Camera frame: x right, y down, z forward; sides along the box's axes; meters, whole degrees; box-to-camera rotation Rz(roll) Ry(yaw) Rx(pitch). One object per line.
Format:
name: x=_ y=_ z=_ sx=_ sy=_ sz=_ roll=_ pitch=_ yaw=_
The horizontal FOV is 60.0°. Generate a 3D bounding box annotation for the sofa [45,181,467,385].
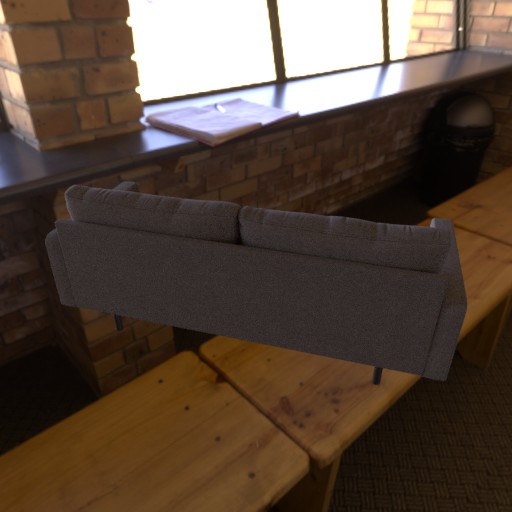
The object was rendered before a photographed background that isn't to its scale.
sofa: x=0.000 y=0.000 z=2.544 sx=2.100 sy=0.880 sz=0.880 roll=9 pitch=32 yaw=14
